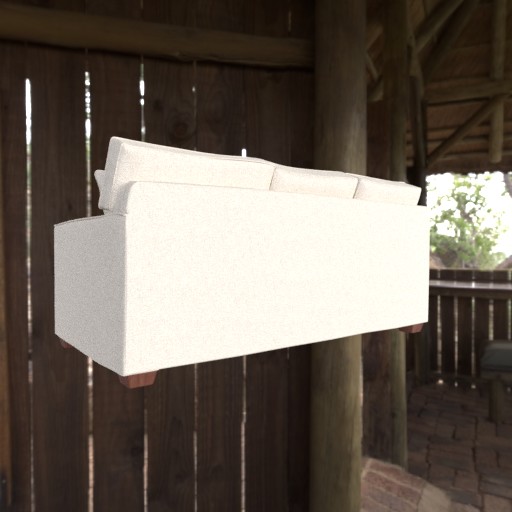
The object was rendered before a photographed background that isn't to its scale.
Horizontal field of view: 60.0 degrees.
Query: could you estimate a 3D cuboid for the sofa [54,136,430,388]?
[{"bbox_3d":[0.000,0.000,2.549,1.963,0.946,1.034,-1,1,-37],"label":"sofa"}]
